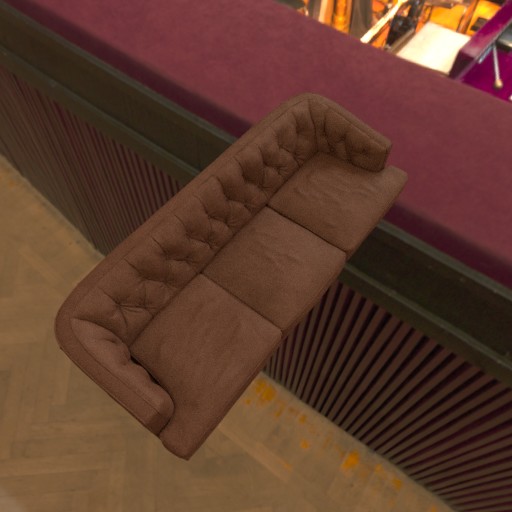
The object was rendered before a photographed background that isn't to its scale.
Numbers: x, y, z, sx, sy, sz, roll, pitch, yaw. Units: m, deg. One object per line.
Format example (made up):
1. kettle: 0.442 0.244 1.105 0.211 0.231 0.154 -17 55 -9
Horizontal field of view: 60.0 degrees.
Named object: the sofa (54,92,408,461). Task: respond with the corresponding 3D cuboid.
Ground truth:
1. sofa: 0.000 0.000 2.677 0.927 0.787 2.227 34 64 19
